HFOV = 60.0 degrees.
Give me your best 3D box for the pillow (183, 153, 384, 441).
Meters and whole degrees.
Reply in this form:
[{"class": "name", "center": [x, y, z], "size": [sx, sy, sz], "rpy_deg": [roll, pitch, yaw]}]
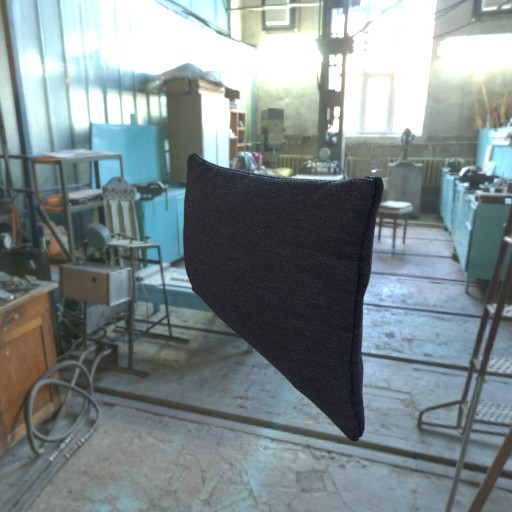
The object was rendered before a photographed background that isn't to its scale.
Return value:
[{"class": "pillow", "center": [0.000, 0.000, 0.801], "size": [0.210, 0.338, 0.633], "rpy_deg": [-8, 17, -26]}]
